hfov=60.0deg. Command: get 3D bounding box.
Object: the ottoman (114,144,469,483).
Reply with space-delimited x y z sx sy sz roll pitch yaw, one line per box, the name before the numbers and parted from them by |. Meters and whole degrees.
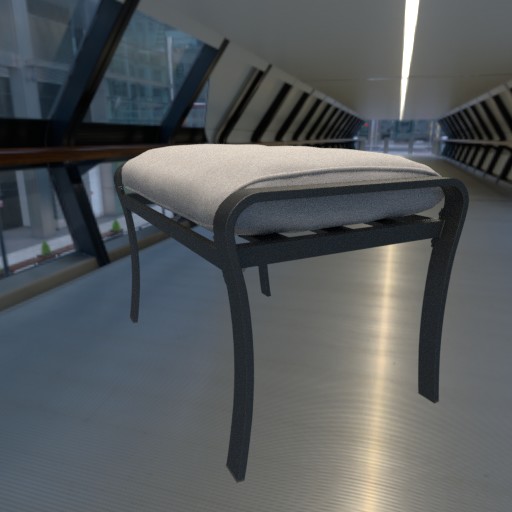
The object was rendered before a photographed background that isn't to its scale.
ottoman | 0.000 0.000 0.874 0.406 0.422 0.610 -8 18 -27
